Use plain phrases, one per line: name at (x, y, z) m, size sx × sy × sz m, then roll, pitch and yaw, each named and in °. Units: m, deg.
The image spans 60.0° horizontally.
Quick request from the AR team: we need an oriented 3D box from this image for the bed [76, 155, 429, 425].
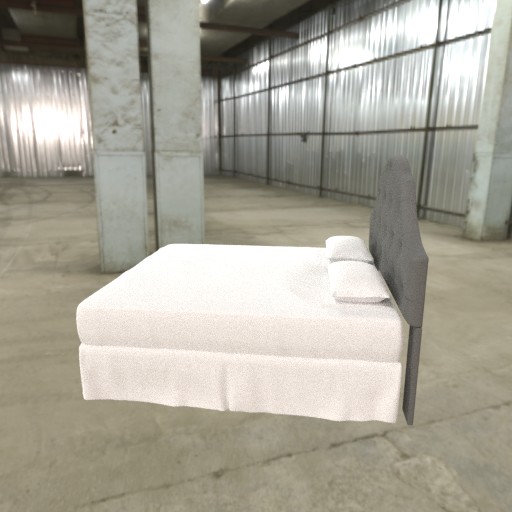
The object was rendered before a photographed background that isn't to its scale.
bed at (0.000, 0.000, 3.625) m, size 2.214 × 1.615 × 2.008 m, roll 2°, pitch 14°, yaw 7°
